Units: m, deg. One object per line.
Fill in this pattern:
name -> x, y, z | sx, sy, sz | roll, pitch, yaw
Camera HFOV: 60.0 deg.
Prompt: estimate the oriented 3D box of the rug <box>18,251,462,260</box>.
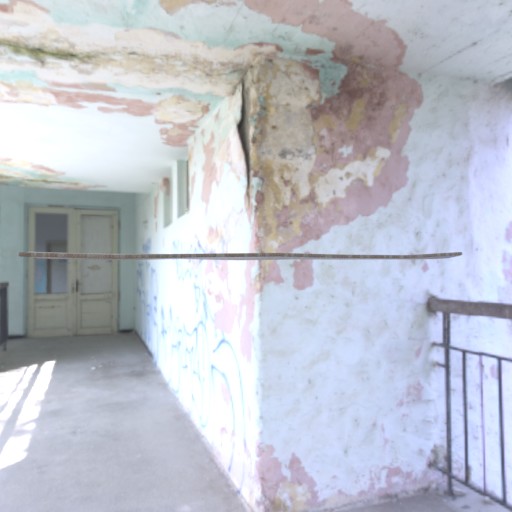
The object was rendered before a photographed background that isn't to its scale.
rug -> 0.000, 0.000, 2.684 | 2.452, 0.051, 0.752 | 0, -1, -19
